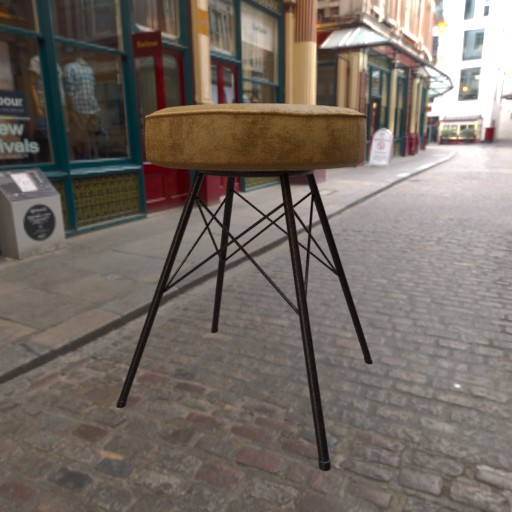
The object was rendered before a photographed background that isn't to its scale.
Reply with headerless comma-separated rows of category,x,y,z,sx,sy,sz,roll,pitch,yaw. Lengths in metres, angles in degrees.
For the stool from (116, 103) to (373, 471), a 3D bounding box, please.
stool,0.000,0.000,0.938,0.472,0.595,0.438,7,17,25
